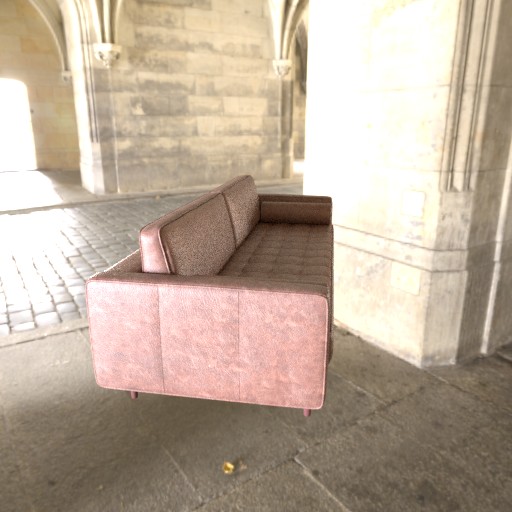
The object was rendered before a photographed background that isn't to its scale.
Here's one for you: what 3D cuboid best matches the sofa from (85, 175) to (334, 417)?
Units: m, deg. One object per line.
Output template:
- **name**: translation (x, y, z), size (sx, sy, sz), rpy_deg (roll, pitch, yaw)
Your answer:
- **sofa**: translation (0.000, 0.000, 2.623), size (0.914, 0.762, 2.210), rpy_deg (3, 17, 9)
